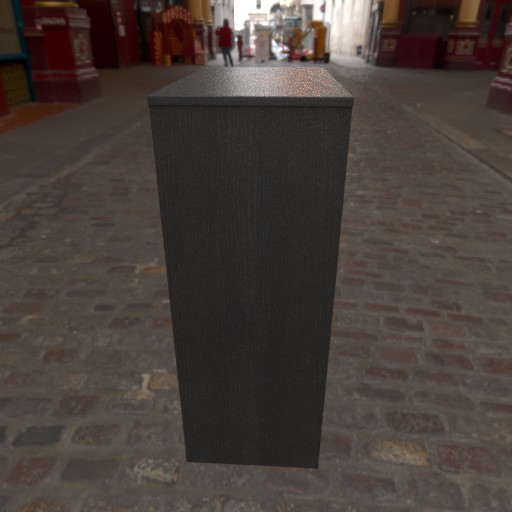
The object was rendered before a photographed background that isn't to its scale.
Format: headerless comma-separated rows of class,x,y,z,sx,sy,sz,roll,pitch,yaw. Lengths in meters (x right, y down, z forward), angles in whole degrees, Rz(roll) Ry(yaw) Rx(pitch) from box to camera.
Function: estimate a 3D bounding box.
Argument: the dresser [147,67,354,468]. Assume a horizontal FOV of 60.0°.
dresser,0.000,0.000,1.361,0.398,1.020,0.700,1,27,3
